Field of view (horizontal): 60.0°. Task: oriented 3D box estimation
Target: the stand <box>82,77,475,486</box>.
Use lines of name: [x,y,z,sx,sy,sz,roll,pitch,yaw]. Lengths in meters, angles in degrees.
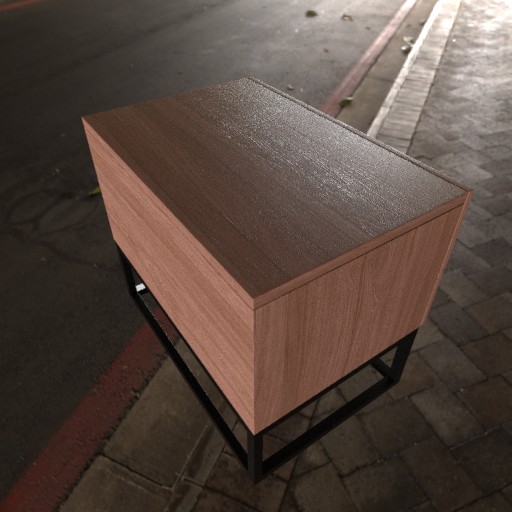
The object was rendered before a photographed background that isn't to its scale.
stand: [0.000,0.000,0.936,0.420,0.500,0.600,-24,46,-25]
